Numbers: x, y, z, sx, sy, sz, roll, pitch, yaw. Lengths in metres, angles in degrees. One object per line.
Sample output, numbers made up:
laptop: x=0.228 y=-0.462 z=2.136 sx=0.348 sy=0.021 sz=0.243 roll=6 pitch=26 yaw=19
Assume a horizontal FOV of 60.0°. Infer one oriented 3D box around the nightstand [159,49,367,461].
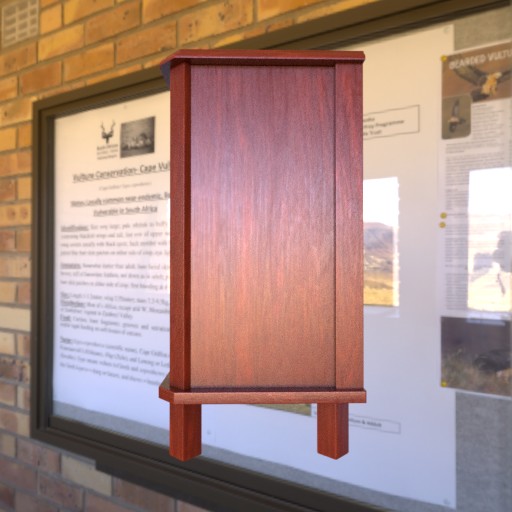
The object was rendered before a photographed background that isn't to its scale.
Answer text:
nightstand: x=0.000 y=0.000 z=0.938 sx=0.351 sy=0.681 sz=0.435 roll=0 pitch=-1 yaw=-1
